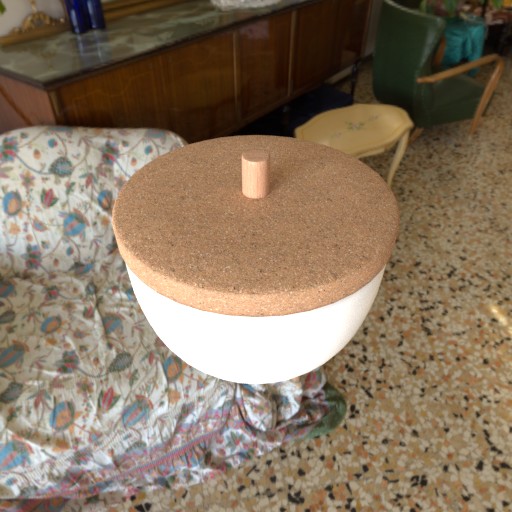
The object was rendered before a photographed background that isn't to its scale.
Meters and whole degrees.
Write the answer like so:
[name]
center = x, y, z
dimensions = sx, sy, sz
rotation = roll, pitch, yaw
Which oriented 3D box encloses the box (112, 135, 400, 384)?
[box]
center = 0.000, 0.000, 0.188
dimensions = 0.107, 0.094, 0.107
rotation = 0, 40, 0
